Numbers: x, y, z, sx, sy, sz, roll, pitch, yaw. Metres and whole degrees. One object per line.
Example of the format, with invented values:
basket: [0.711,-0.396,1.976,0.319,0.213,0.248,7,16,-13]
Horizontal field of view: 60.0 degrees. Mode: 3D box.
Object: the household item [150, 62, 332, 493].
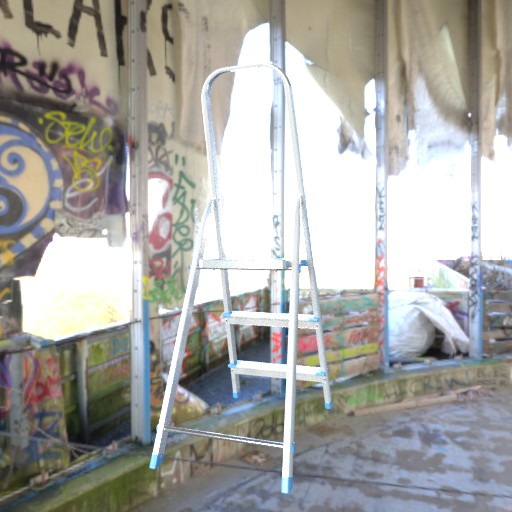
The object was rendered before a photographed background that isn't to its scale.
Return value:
household item: [0.000,0.000,1.524,0.420,1.215,0.687,0,1,19]
